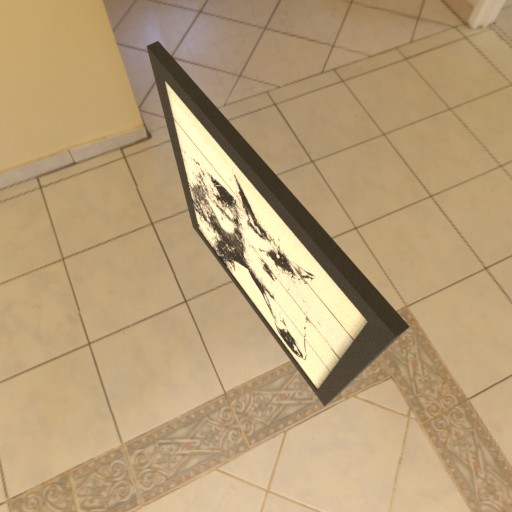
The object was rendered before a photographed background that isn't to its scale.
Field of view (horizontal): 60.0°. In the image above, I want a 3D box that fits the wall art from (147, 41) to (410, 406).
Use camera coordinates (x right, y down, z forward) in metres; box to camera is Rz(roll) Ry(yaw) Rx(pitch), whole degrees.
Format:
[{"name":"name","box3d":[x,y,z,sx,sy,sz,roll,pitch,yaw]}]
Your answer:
[{"name":"wall art","box3d":[0.000,0.000,1.518,0.038,1.016,1.016,-32,68,-15]}]
